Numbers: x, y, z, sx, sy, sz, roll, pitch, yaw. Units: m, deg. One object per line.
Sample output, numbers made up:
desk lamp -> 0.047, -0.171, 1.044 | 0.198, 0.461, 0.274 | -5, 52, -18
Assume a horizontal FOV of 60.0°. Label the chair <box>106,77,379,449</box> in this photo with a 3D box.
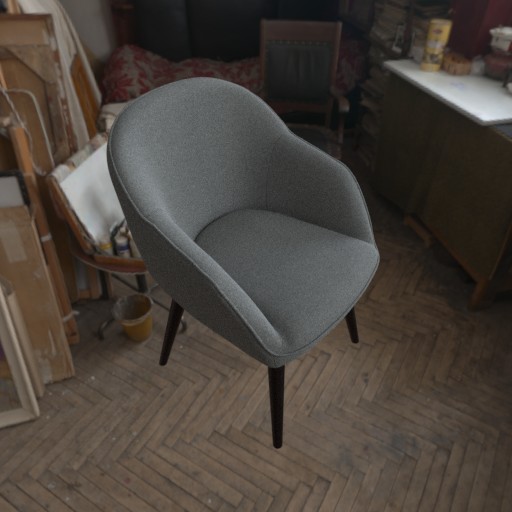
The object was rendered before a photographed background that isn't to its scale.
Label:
chair -> 0.000, 0.000, 1.234 | 0.611, 0.810, 0.589 | 26, 46, 28
